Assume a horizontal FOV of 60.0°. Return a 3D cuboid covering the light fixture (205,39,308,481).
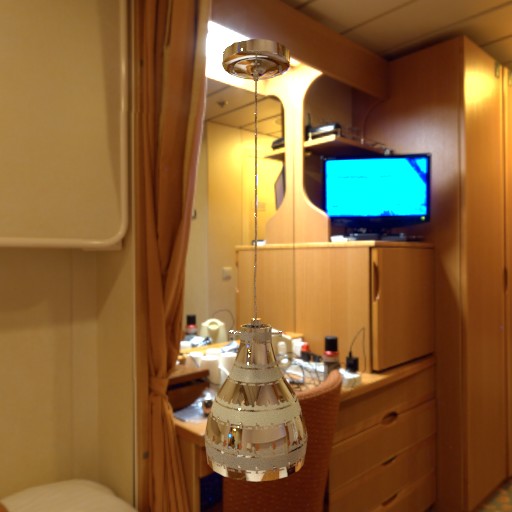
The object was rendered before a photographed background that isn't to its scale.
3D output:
[{"bbox_3d":[0.000,0.000,1.611,0.374,1.457,0.374,0,0,0],"label":"light fixture"}]
